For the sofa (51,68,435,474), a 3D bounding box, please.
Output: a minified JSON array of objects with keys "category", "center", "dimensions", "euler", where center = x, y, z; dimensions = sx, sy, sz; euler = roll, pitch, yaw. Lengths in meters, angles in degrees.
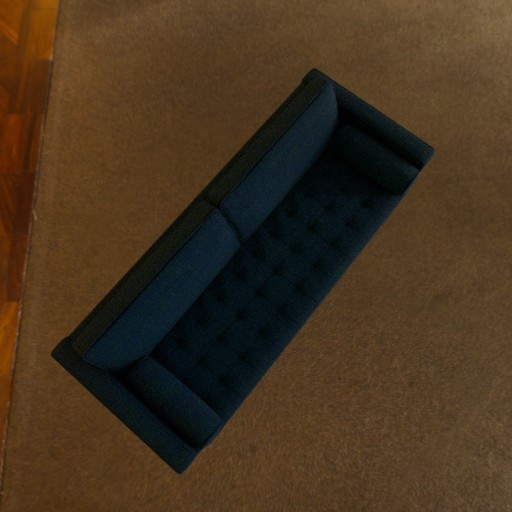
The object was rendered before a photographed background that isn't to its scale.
[{"category":"sofa","center":[0.000,0.000,2.560],"dimensions":[0.914,0.762,2.210],"euler":[38,78,10]}]
